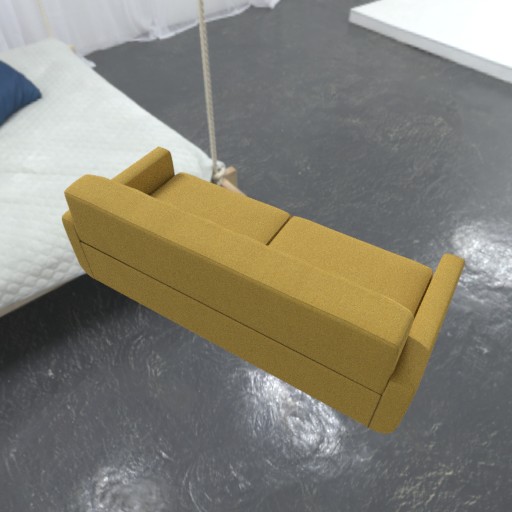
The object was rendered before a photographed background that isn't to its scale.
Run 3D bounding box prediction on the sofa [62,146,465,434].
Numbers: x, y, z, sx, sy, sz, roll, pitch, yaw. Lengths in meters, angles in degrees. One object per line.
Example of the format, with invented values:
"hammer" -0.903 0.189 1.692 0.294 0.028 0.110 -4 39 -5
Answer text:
"sofa" 0.000 0.000 2.495 2.029 0.841 0.909 24 51 21
